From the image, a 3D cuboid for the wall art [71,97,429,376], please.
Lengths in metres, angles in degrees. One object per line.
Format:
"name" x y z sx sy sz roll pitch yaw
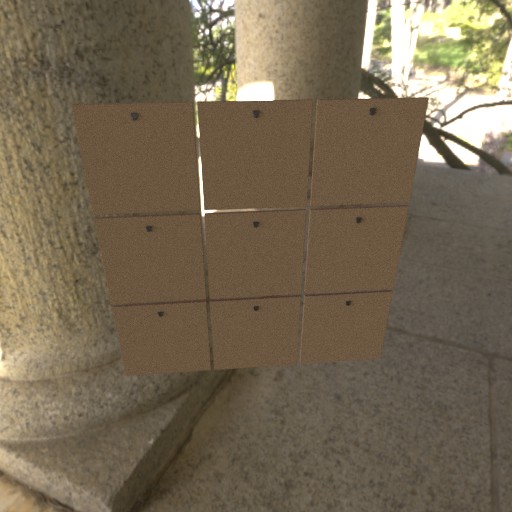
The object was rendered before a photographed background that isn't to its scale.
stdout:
"wall art" 0.000 0.000 1.813 1.221 1.218 0.019 -3 30 -5
